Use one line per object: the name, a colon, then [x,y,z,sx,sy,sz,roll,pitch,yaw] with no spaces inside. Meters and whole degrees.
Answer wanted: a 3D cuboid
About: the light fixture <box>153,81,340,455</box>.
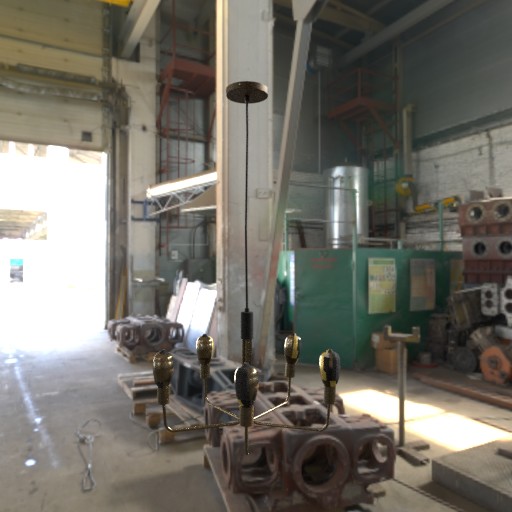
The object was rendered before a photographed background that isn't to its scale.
light fixture: [0.000,0.000,1.411,0.532,1.059,0.588,0,-1,17]
